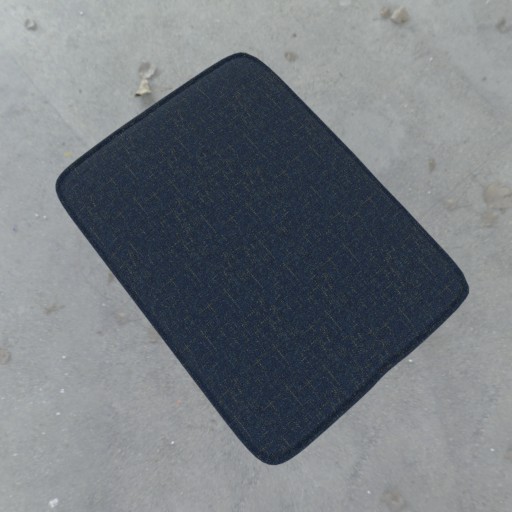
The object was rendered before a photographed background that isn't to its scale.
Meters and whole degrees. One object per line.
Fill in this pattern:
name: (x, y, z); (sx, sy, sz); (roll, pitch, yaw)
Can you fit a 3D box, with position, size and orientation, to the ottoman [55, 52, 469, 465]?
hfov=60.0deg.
ottoman: (0.000, 0.000, 1.074); (0.549, 0.450, 0.749); (-39, 79, -9)
